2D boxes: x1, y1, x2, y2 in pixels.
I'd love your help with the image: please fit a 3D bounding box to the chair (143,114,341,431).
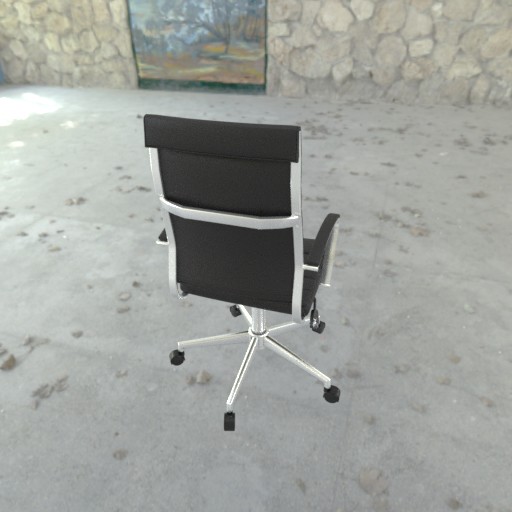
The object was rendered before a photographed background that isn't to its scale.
[{"bbox_3d":[0.000,0.000,1.689,0.766,1.149,0.739,9,31,16],"label":"chair"}]
